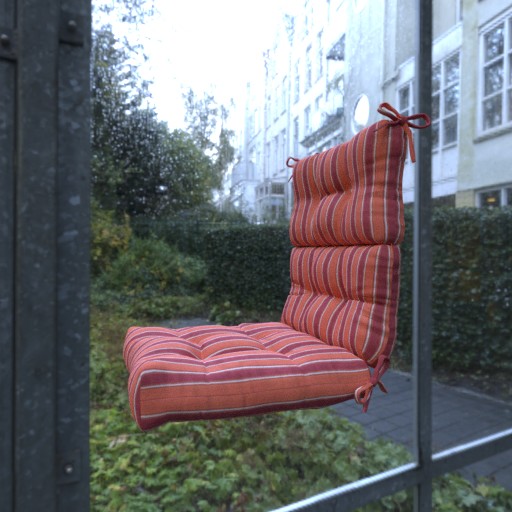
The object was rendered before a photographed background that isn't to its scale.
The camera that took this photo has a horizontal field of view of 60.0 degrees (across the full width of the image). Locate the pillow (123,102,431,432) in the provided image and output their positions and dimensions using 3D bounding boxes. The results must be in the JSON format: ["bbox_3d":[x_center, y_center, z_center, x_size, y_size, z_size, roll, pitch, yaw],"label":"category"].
[{"bbox_3d":[0.000,0.000,1.006,0.571,0.605,0.519,0,0,-18],"label":"pillow"}]
